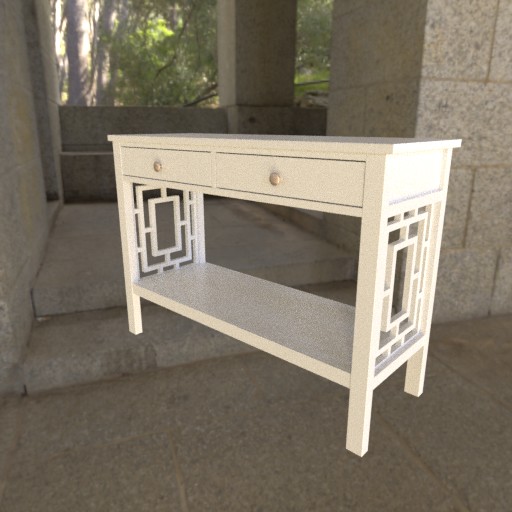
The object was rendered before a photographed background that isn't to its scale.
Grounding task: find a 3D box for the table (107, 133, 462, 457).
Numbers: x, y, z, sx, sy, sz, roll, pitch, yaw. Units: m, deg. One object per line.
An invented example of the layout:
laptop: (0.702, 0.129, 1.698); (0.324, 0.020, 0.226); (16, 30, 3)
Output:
table: (0.000, 0.000, 1.449); (1.068, 0.753, 0.397); (15, 22, 40)
